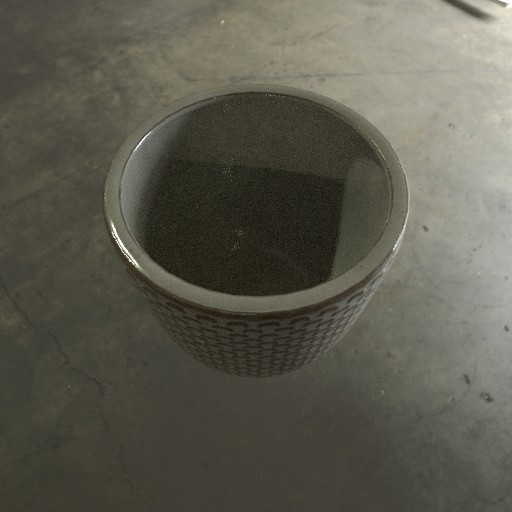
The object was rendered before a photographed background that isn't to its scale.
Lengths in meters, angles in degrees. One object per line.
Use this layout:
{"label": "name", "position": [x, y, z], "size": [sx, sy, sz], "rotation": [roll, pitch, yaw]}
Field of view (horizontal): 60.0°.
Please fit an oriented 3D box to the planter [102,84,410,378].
{"label": "planter", "position": [0.000, 0.000, 0.253], "size": [0.139, 0.130, 0.139], "rotation": [0, 57, 0]}
